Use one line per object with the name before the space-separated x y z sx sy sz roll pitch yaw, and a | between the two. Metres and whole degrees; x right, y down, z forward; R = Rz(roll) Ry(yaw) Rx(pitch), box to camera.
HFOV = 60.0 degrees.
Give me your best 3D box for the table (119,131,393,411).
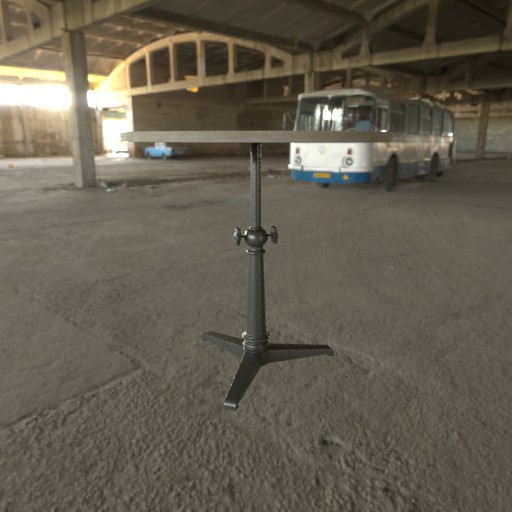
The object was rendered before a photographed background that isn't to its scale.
table | 0.000 0.000 1.454 0.800 0.780 0.800 0 15 0
